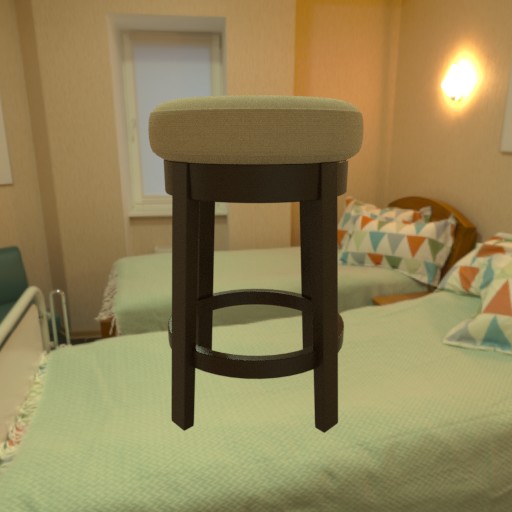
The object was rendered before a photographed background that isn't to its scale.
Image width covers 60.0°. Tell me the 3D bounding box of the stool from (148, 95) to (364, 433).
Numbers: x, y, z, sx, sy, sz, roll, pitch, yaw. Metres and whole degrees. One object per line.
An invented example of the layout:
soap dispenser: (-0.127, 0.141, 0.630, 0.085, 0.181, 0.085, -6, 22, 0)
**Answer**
stool: (0.000, 0.000, 0.980, 0.449, 0.655, 0.449, 0, 16, 0)
